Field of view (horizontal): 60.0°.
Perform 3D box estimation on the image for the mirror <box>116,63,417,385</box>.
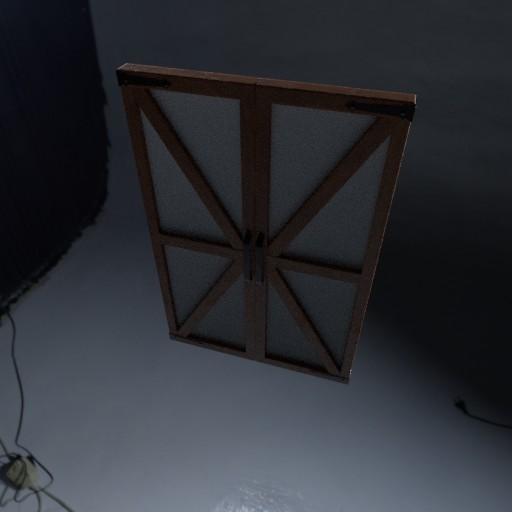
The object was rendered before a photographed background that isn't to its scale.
[{"bbox_3d":[0.000,0.000,0.985,0.517,0.761,0.053,11,42,13],"label":"mirror"}]
